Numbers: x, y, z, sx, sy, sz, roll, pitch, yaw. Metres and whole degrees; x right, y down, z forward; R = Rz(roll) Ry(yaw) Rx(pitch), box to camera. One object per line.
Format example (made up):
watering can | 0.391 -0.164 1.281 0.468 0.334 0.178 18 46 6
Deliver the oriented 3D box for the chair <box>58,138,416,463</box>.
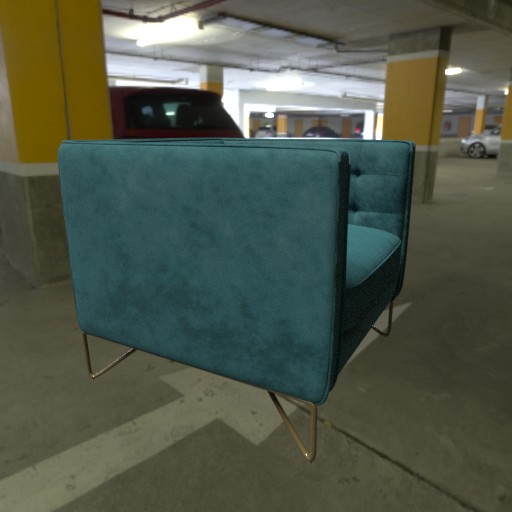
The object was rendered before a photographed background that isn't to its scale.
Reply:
chair | 0.000 0.000 1.553 0.894 0.790 0.880 9 18 28
